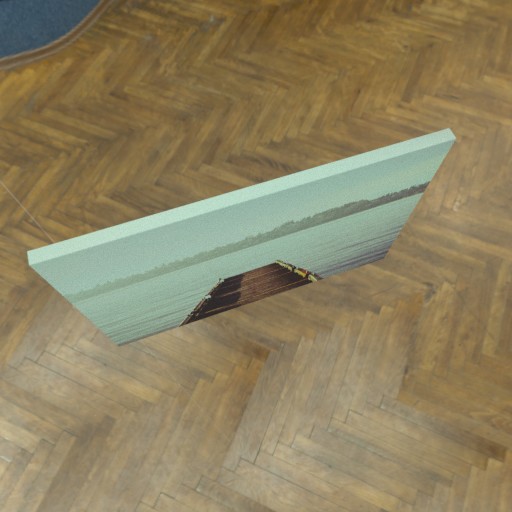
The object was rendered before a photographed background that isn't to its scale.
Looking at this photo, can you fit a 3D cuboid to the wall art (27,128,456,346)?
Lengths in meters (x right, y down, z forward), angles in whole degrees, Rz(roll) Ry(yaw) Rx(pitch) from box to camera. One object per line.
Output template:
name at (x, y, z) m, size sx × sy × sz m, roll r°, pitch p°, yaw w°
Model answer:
wall art at (0.000, 0.000, 1.478) m, size 1.149 × 0.765 × 0.040 m, roll -18°, pitch 65°, yaw -8°
